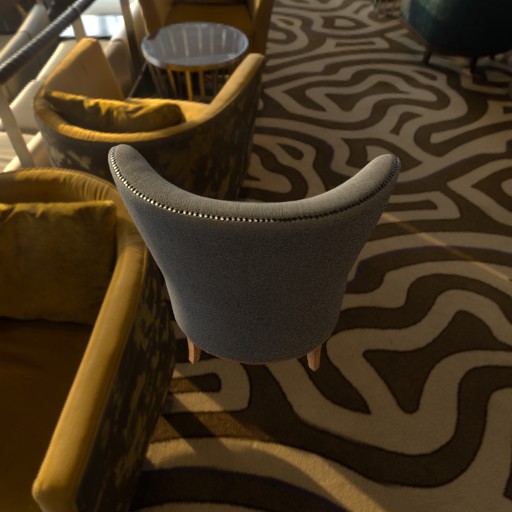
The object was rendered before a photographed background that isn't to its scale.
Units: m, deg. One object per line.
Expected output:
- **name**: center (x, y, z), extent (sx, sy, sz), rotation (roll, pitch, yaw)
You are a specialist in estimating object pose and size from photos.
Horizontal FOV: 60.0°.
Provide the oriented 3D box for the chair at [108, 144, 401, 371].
- **chair**: center (0.000, 0.000, 1.803), extent (0.864, 1.176, 0.883), rotation (3, 47, 3)
